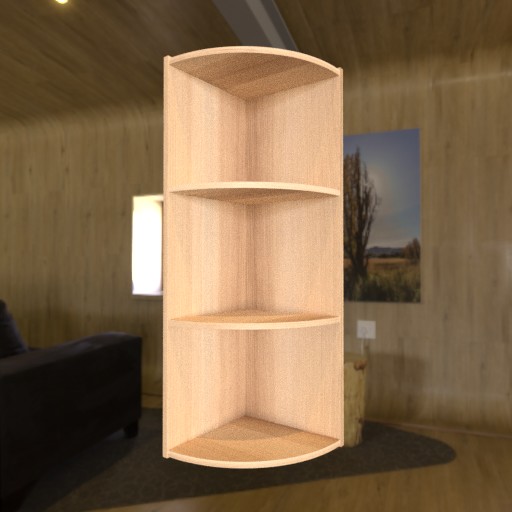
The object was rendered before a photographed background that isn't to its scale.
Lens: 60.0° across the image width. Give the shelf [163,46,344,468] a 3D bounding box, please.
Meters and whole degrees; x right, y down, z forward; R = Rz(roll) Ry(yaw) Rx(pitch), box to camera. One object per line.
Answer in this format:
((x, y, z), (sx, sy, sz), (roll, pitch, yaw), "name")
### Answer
((0.000, 0.000, 0.999), (0.290, 0.872, 0.290), (-1, -1, 36), "shelf")
